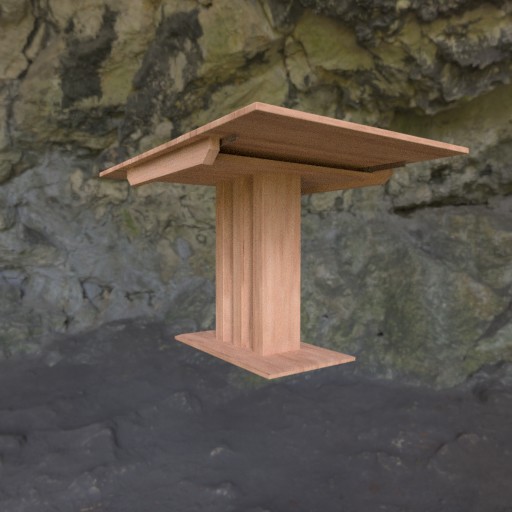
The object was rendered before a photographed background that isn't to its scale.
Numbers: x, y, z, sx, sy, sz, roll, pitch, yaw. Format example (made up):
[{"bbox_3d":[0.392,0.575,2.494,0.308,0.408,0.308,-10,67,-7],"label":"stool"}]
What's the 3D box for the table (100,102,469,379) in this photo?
[{"bbox_3d":[0.000,0.000,1.831,0.900,0.770,1.300,-1,2,-35],"label":"table"}]
